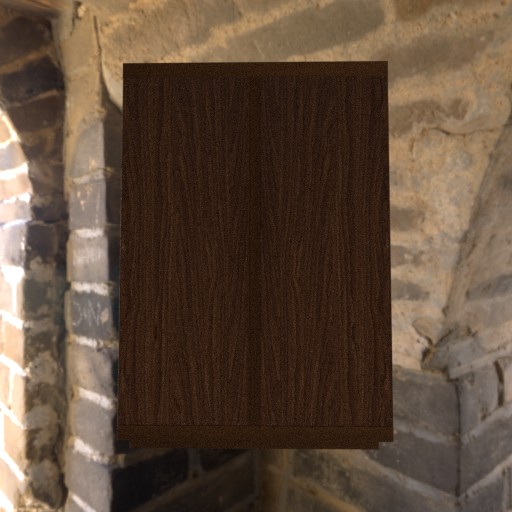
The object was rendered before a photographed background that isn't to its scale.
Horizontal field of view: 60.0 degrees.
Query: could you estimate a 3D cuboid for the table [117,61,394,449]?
[{"bbox_3d":[0.000,0.000,1.734,0.901,1.294,0.524,0,-3,1],"label":"table"}]
